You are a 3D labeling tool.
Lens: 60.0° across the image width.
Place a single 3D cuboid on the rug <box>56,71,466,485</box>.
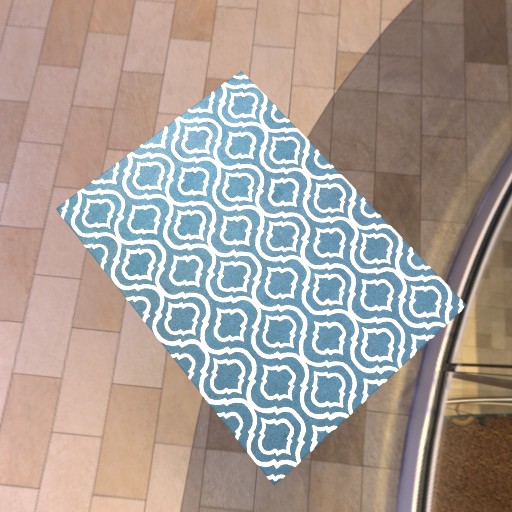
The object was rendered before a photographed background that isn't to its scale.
[{"bbox_3d":[0.000,0.000,4.346,2.438,0.010,3.353,-40,80,-8],"label":"rug"}]
